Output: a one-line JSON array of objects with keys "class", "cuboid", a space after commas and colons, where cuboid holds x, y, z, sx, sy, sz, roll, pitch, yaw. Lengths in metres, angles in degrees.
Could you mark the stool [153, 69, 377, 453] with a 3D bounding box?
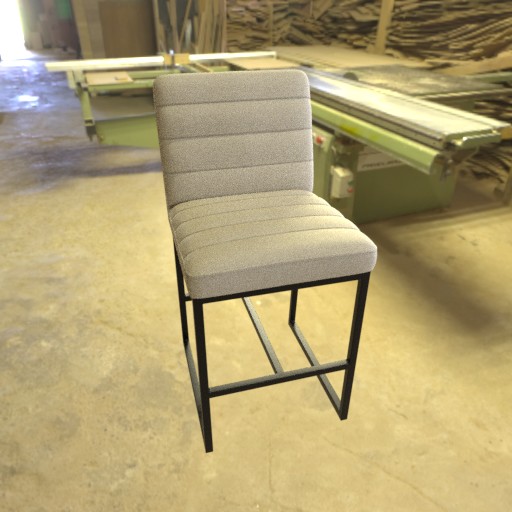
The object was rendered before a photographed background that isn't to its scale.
[{"class": "stool", "cuboid": [0.000, 0.000, 1.285, 0.460, 0.940, 0.560, -8, 31, -14]}]
